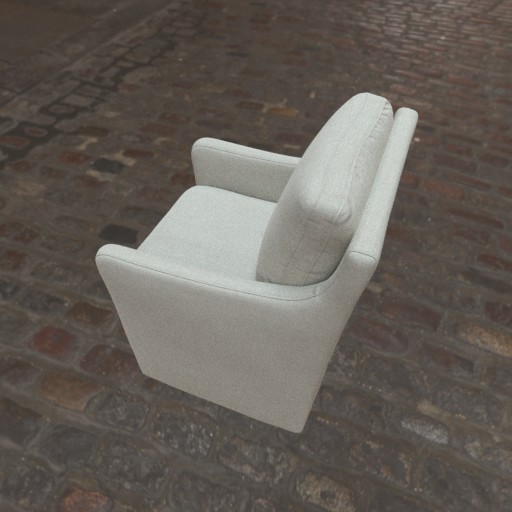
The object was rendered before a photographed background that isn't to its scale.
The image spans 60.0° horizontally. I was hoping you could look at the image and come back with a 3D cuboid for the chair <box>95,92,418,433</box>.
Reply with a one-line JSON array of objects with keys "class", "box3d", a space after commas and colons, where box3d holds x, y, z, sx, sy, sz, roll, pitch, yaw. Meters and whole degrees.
[{"class": "chair", "box3d": [0.000, 0.000, 1.346, 0.694, 0.914, 0.626, 16, 48, 15]}]
